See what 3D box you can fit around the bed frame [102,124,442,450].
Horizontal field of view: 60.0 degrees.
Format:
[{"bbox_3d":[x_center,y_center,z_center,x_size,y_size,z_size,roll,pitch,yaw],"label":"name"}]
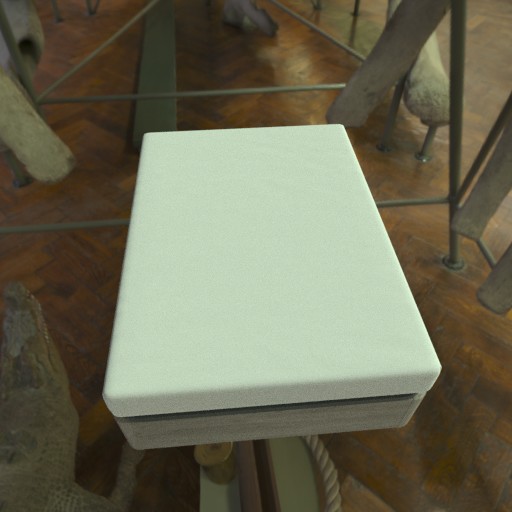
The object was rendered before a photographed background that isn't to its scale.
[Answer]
[{"bbox_3d":[0.000,0.000,2.586,1.400,0.561,1.900,-4,48,-3],"label":"bed frame"}]
